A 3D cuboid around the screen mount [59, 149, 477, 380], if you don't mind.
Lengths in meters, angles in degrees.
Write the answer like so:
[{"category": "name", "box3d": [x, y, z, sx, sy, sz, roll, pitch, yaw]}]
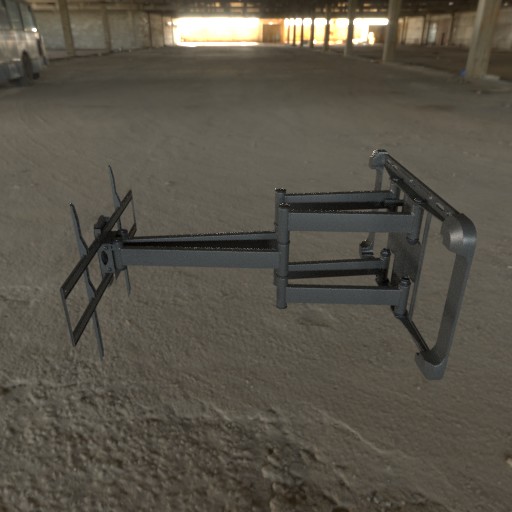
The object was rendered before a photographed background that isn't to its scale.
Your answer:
[{"category": "screen mount", "box3d": [0.000, 0.000, 1.333, 0.905, 0.483, 0.725, -1, 27, -2]}]
